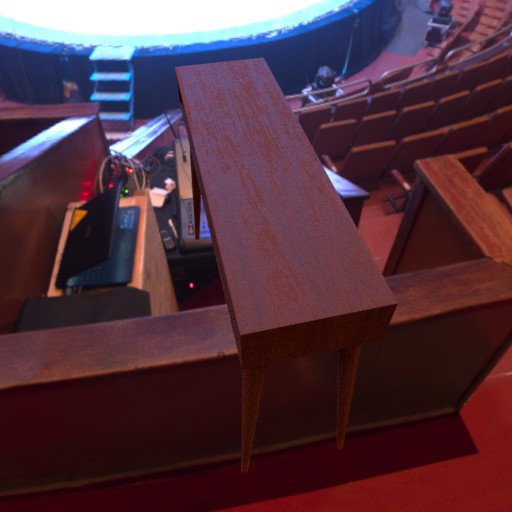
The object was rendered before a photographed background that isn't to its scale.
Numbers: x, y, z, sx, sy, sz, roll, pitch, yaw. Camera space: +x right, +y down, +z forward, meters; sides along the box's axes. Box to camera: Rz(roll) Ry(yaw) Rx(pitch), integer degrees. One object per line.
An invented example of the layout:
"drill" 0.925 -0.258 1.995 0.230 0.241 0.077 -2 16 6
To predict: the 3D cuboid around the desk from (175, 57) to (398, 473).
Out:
"desk" 0.000 0.000 1.652 0.384 0.917 1.204 -10 49 -9
